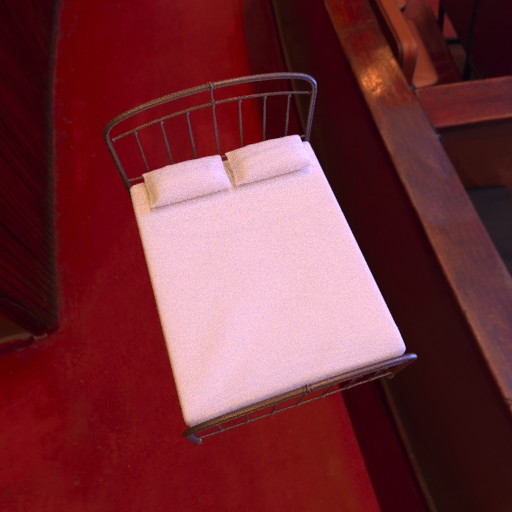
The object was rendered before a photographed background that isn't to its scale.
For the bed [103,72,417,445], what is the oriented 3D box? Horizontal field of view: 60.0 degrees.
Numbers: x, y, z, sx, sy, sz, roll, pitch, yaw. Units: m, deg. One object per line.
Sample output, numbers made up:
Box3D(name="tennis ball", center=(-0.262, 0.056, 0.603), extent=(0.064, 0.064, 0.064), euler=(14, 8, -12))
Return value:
Box3D(name="bed", center=(0.000, 0.000, 3.356), extent=(1.711, 1.475, 2.168), euler=(-16, 65, -8))
